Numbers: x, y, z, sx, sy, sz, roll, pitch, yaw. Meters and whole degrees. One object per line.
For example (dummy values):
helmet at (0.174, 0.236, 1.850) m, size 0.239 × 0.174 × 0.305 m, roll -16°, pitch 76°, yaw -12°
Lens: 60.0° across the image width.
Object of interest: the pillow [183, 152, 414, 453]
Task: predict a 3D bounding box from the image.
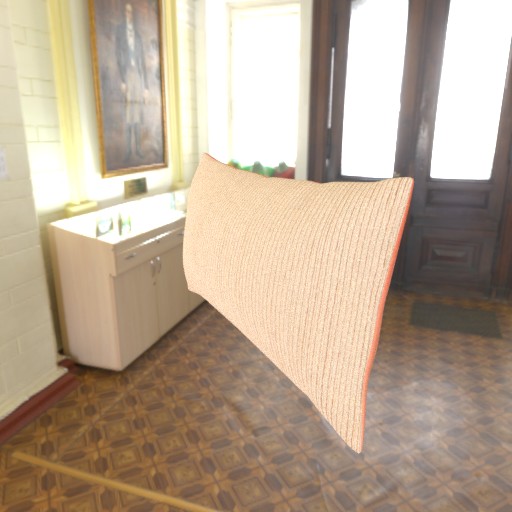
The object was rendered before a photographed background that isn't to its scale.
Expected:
pillow at (0.000, 0.000, 0.729) m, size 0.155 × 0.307 × 0.608 m, roll -8°, pitch 17°, yaw -25°
